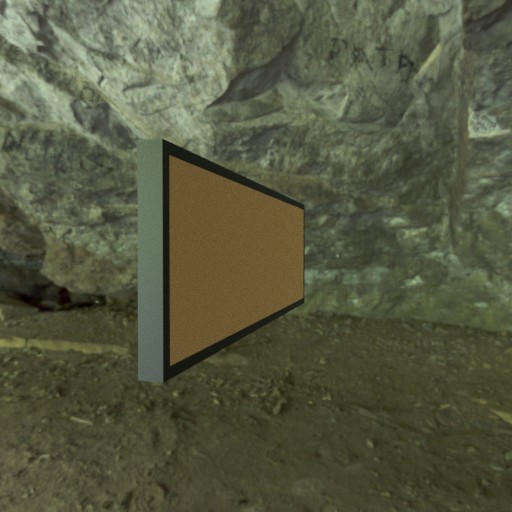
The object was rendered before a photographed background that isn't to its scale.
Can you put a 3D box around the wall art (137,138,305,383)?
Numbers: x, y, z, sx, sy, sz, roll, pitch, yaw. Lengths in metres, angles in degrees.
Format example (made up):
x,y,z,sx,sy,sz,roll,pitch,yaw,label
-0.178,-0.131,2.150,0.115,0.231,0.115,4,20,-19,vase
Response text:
x,y,z,sx,sy,sz,roll,pitch,yaw,label
0.000,0.000,0.963,0.037,0.303,0.860,0,1,18,wall art
